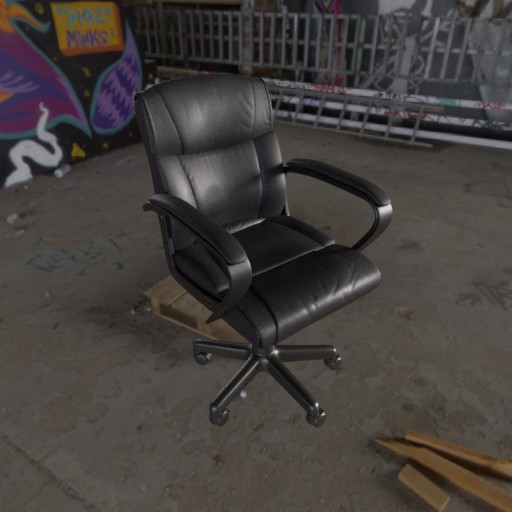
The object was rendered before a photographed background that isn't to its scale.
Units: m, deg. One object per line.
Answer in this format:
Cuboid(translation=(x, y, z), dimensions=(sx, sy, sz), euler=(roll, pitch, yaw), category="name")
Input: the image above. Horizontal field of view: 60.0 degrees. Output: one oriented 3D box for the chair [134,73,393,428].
Cuboid(translation=(0.000, 0.000, 1.390), dimensions=(0.576, 0.998, 0.641), euler=(-21, 36, -32), category="chair")
